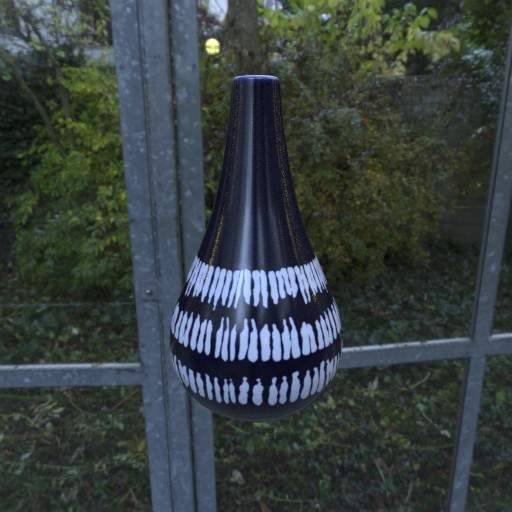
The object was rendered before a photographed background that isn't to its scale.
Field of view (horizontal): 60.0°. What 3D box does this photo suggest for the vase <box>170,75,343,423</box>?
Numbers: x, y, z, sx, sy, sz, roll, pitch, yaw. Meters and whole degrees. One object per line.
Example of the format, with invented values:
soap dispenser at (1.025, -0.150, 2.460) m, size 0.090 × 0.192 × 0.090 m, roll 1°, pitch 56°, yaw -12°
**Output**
vase at (0.000, 0.000, 0.393) m, size 0.159 × 0.295 × 0.159 m, roll 0°, pitch 15°, yaw 0°
